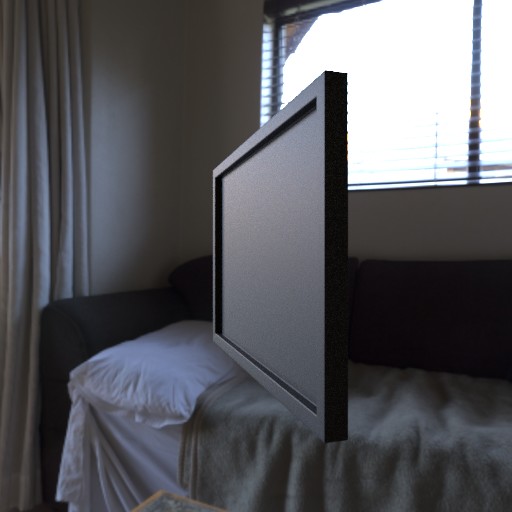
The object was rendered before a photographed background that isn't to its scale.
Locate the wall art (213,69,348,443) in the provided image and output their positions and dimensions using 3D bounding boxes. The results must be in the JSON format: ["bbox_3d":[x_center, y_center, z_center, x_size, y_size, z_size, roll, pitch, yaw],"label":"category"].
[{"bbox_3d":[0.000,0.000,0.572,0.021,0.301,0.443,0,0,-17],"label":"wall art"}]
